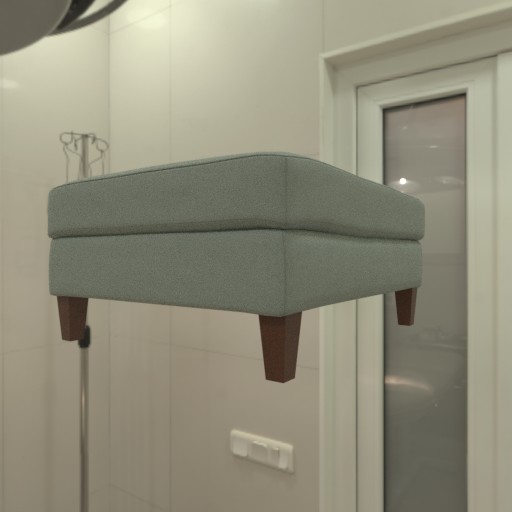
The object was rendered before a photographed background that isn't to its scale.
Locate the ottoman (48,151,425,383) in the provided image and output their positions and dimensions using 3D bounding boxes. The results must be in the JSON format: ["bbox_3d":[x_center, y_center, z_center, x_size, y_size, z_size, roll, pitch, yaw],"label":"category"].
[{"bbox_3d":[0.000,0.000,1.447,0.842,0.494,0.991,0,0,35],"label":"ottoman"}]
